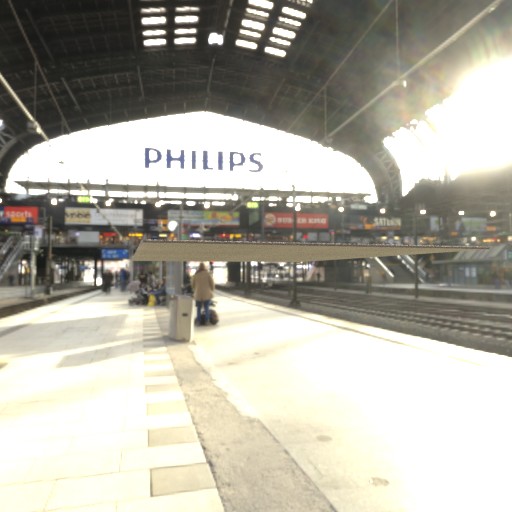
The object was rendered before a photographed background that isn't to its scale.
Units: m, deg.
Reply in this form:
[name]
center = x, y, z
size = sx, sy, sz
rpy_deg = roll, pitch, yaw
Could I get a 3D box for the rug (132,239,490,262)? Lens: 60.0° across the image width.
[rug]
center = 0.000, 0.000, 2.225
size = 1.175, 0.008, 1.783
rpy_deg = 1, -2, -17
